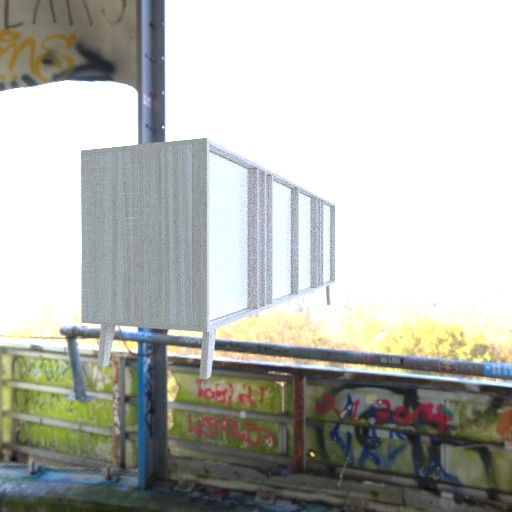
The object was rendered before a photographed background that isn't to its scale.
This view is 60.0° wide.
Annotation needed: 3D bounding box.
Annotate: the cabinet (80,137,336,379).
[{"bbox_3d":[0.000,0.000,2.515,0.500,0.780,2.200,0,1,21],"label":"cabinet"}]
